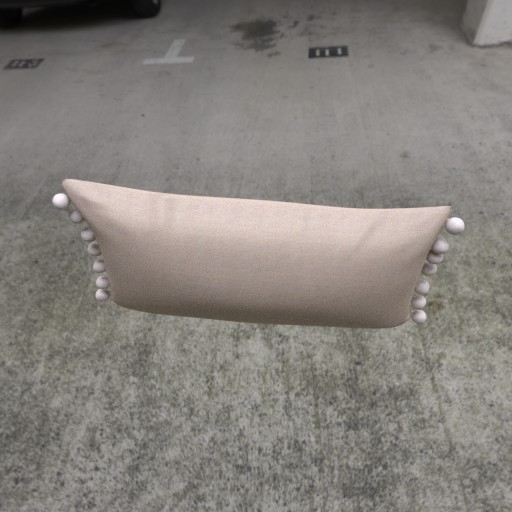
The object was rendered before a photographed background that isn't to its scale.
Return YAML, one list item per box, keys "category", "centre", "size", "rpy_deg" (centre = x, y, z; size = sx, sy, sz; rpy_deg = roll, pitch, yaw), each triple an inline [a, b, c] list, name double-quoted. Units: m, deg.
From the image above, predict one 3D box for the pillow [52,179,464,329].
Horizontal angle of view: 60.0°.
- category: "pillow"
  centre: [0.000, 0.000, 0.850]
  size: [0.709, 0.322, 0.201]
  rpy_deg: [4, 46, 4]
